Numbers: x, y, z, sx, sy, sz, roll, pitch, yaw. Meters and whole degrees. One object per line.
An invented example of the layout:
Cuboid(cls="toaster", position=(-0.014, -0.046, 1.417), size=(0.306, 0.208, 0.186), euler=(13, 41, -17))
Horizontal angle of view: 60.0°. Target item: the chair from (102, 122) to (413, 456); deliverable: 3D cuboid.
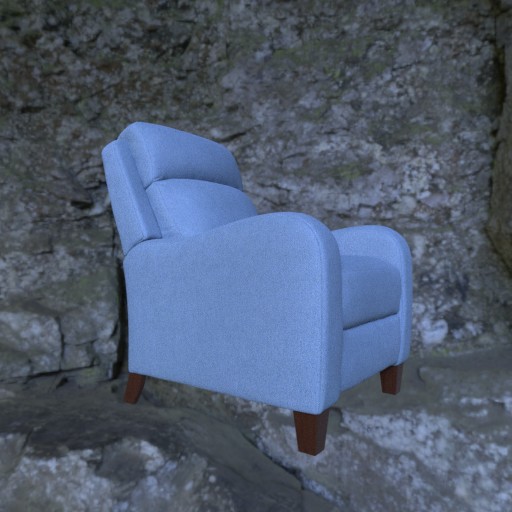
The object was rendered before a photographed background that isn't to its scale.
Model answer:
Cuboid(cls="chair", position=(0.000, 0.000, 1.720), size=(0.988, 1.067, 0.785), euler=(0, 0, 36))
